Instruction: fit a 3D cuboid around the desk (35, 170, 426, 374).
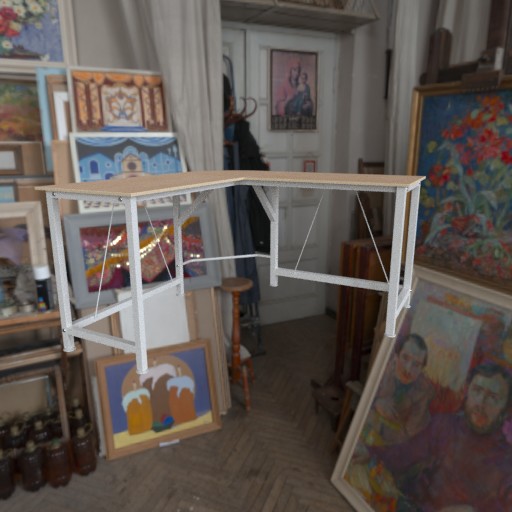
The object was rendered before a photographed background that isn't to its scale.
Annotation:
[{"bbox_3d":[0.000,0.000,2.272,1.400,0.762,1.400,7,16,27],"label":"desk"}]
